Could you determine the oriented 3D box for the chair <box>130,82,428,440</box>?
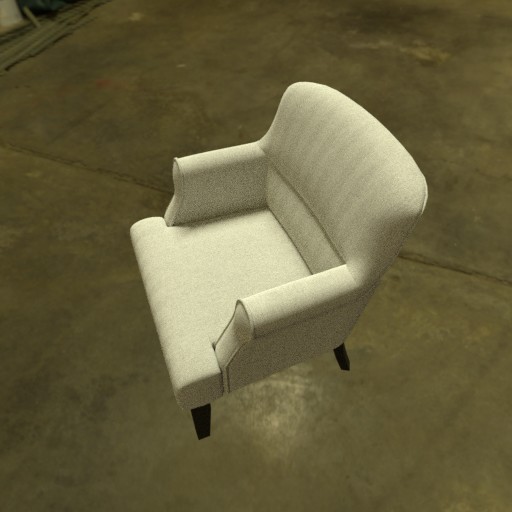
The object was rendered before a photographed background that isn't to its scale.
[{"bbox_3d":[0.000,0.000,1.482,0.750,0.875,0.781,-16,48,-15],"label":"chair"}]
